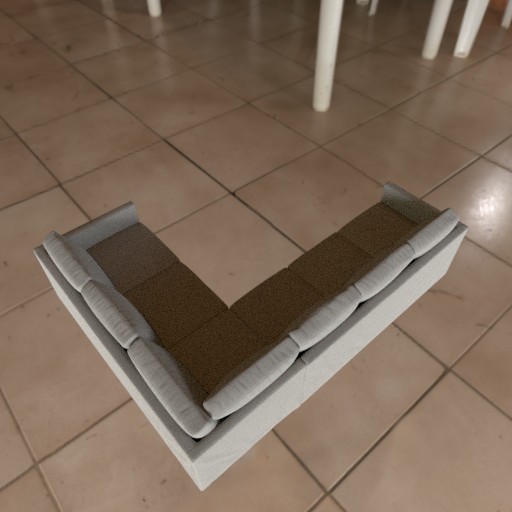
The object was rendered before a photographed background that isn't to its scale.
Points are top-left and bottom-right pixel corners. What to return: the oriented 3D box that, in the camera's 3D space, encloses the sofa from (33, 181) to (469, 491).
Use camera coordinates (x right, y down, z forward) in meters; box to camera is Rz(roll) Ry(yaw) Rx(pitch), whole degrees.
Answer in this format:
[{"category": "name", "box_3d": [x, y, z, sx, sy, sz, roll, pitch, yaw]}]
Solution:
[{"category": "sofa", "box_3d": [0.000, 0.000, 4.219, 3.182, 0.871, 2.432, -33, 56, -26]}]
